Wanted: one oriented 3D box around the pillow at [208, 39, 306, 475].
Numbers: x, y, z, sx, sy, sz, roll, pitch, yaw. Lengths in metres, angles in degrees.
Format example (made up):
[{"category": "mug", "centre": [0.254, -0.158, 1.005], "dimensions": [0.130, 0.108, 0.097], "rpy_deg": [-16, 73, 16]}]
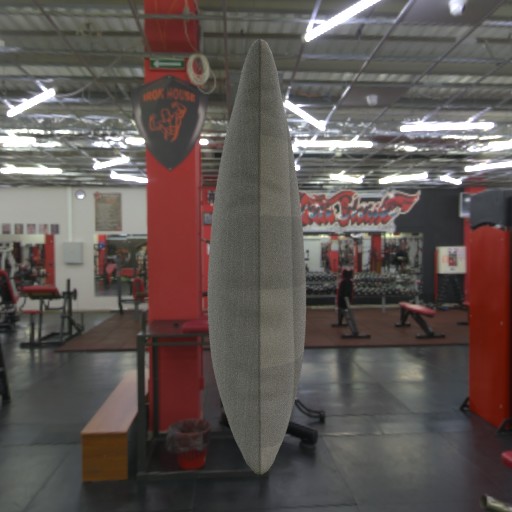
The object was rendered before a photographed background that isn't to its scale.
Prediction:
[{"category": "pillow", "centre": [0.000, 0.000, 0.766], "dimensions": [0.161, 0.509, 0.511], "rpy_deg": [0, 1, -1]}]
